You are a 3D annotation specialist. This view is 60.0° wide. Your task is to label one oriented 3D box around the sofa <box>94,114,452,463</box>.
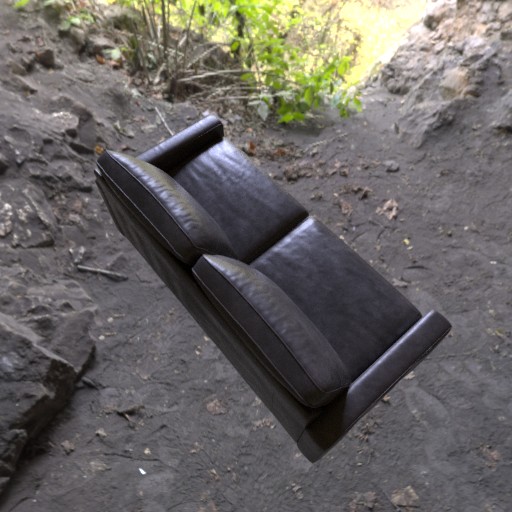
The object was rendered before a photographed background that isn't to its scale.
[{"bbox_3d":[0.000,0.000,2.616,0.939,0.916,2.081,-36,66,-19],"label":"sofa"}]
